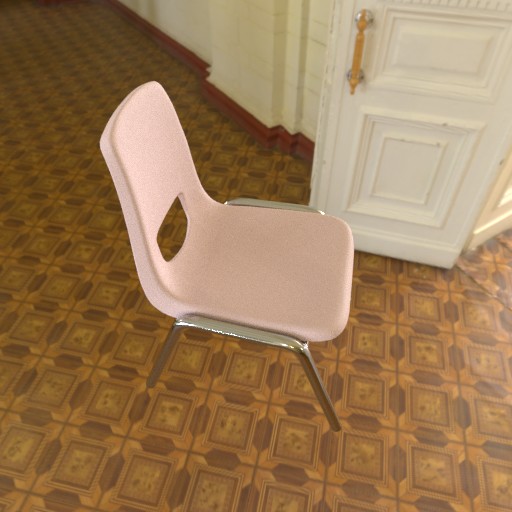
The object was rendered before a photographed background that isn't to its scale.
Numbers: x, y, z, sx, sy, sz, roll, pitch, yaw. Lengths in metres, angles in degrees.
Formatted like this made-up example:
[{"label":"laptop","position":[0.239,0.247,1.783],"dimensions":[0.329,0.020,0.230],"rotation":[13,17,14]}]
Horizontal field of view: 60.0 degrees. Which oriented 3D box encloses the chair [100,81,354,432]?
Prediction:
[{"label":"chair","position":[0.000,0.000,0.832],"dimensions":[0.423,0.586,0.354],"rotation":[9,47,8]}]
